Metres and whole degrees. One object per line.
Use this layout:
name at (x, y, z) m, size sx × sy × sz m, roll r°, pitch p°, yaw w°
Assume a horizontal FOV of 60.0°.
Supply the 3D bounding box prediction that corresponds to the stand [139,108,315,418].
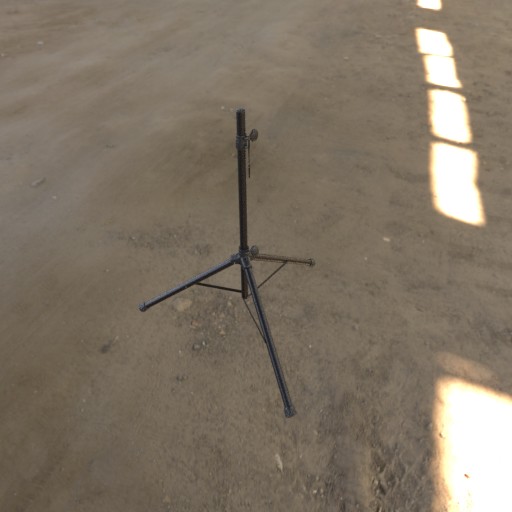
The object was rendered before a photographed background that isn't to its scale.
stand at (0.000, 0.000, 1.857) m, size 1.045 × 1.136 × 0.907 m, roll -13°, pitch 42°, yaw -15°
